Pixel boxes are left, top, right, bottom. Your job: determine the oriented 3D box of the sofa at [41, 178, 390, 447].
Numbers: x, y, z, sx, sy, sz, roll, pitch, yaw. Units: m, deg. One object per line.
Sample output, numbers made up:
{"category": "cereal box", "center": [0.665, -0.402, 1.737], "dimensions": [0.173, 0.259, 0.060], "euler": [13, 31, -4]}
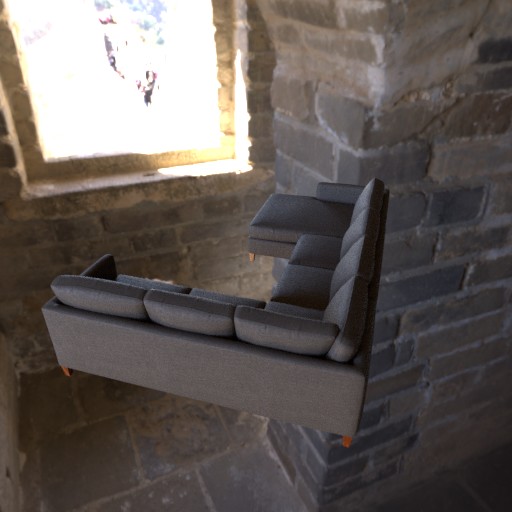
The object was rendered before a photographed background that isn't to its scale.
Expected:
{"category": "sofa", "center": [0.000, 0.000, 4.744], "dimensions": [2.594, 0.961, 3.460], "euler": [9, 31, 15]}
